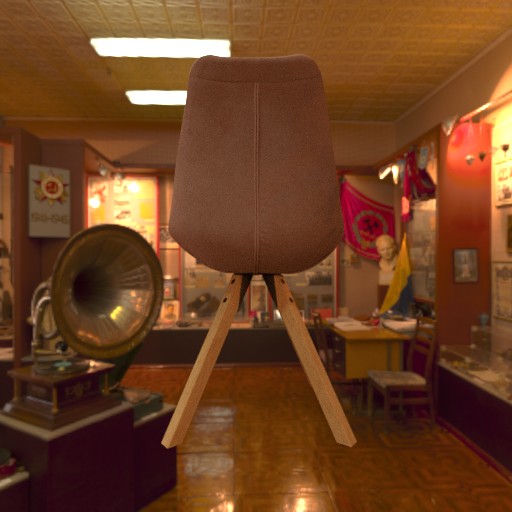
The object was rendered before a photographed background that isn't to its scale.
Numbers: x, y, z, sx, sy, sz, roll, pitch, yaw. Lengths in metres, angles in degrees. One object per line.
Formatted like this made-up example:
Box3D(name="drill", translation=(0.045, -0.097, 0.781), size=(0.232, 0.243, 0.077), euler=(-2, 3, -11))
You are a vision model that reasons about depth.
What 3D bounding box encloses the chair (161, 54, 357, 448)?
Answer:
Box3D(name="chair", translation=(0.000, 0.000, 1.184), size=(0.485, 0.850, 0.550), euler=(0, 0, -1))
